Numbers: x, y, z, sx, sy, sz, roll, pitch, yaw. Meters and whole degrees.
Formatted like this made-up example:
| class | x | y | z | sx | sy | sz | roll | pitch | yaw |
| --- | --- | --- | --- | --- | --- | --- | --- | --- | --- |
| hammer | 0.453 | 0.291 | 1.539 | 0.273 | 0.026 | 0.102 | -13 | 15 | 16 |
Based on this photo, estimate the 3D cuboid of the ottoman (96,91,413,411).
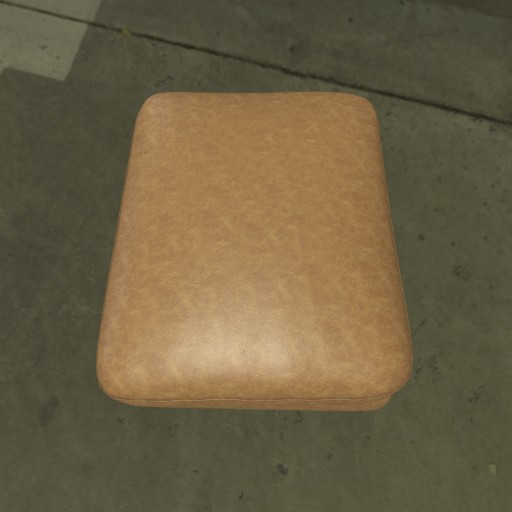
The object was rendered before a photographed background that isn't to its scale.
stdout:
| class | x | y | z | sx | sy | sz | roll | pitch | yaw |
| --- | --- | --- | --- | --- | --- | --- | --- | --- | --- |
| ottoman | 0.000 | 0.000 | 1.100 | 0.593 | 0.478 | 0.747 | 0 | 64 | 0 |
